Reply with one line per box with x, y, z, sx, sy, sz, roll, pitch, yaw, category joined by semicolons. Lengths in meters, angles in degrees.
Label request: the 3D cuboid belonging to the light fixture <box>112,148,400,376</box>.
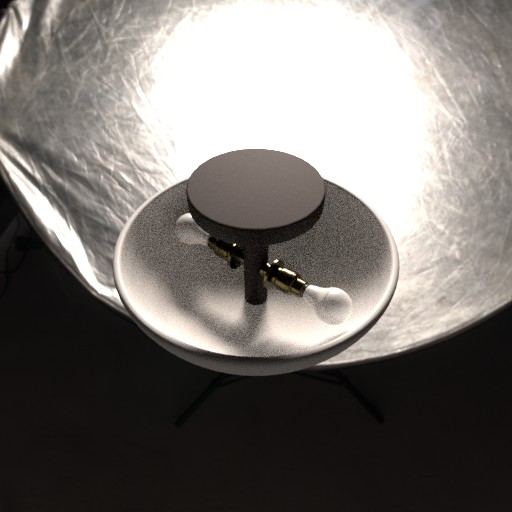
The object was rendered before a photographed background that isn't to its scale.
0.000;0.000;0.539;0.331;0.212;0.331;0;44;0;light fixture
